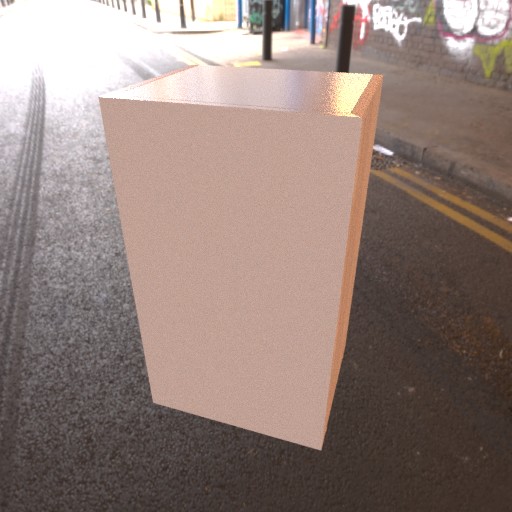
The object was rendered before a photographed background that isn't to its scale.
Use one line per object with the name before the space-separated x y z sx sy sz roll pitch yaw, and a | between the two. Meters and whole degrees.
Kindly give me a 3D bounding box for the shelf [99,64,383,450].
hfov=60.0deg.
shelf | 0.000 0.000 0.818 0.350 0.600 0.290 10 33 16
